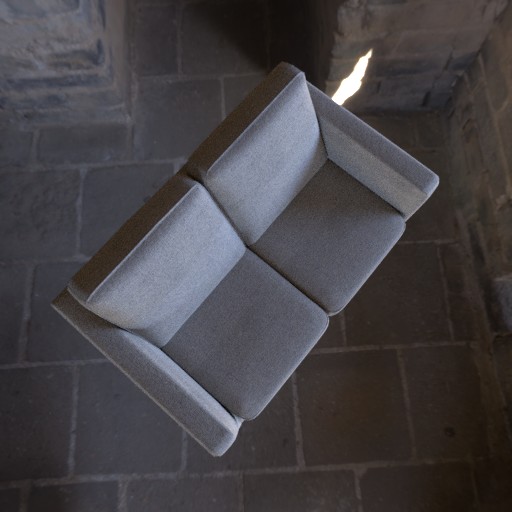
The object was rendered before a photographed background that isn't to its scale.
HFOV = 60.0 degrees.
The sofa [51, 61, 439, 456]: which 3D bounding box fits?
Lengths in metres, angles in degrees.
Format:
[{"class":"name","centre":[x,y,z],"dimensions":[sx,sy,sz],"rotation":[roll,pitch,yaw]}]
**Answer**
[{"class":"sofa","centre":[0.000,0.000,2.156],"dimensions":[0.969,0.973,1.527],"rotation":[39,79,9]}]
